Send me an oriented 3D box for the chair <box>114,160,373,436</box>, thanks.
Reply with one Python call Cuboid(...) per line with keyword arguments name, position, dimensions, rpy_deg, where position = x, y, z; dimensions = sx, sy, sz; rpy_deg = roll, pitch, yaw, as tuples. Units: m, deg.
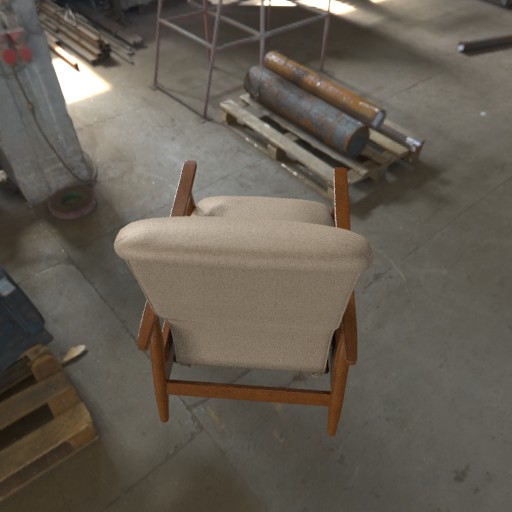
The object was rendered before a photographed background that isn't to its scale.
Cuboid(name="chair", position=(0.000, 0.000, 1.781), dimensions=(0.762, 1.082, 1.032), rpy_deg=(3, 46, 3))
